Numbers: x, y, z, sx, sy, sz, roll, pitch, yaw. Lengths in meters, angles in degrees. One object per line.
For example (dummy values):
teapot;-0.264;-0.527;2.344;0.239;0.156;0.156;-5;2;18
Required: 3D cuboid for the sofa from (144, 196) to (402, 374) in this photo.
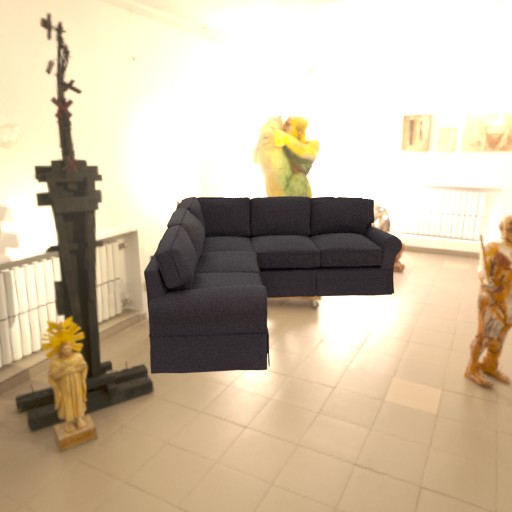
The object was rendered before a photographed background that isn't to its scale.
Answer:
sofa;0.000;0.000;5.098;2.874;1.169;3.773;8;17;26
